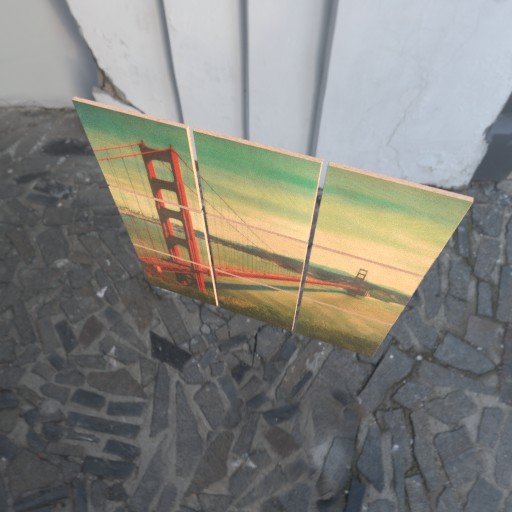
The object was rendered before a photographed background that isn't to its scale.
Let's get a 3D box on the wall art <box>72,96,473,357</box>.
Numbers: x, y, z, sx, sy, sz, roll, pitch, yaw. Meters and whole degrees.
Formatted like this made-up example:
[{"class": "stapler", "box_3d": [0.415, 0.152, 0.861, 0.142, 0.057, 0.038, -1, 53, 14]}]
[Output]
[{"class": "wall art", "box_3d": [0.000, 0.000, 1.788, 1.217, 1.207, 0.016, 17, 59, 10]}]
